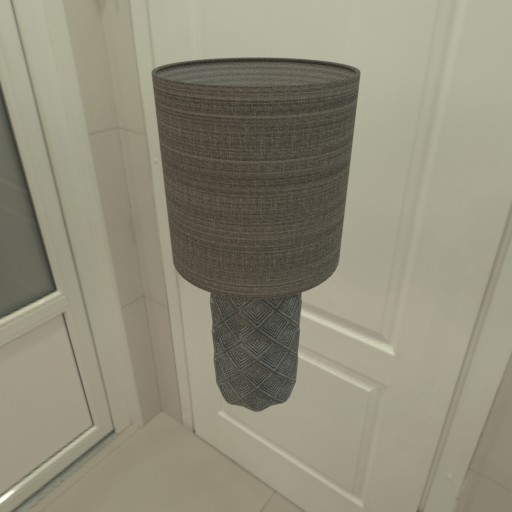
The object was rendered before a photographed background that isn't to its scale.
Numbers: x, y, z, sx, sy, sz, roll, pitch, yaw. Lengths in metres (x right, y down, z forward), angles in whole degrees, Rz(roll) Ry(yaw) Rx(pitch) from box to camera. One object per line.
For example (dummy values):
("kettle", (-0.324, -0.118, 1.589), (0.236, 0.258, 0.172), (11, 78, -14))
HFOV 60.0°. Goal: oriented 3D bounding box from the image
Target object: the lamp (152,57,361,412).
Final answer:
("lamp", (0.000, 0.000, 0.723), (0.268, 0.566, 0.269), (21, 36, 32))
